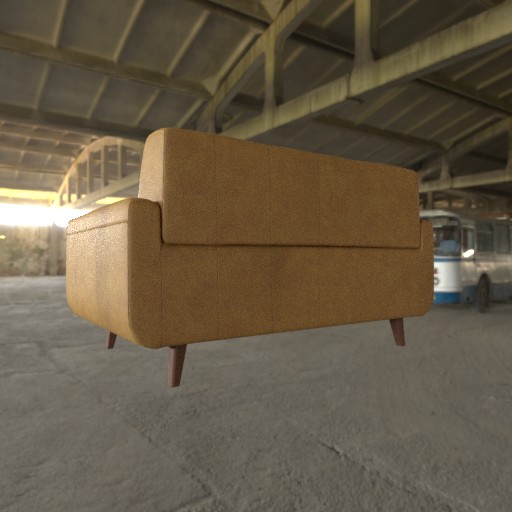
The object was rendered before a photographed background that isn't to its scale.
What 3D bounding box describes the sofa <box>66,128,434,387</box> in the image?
[{"bbox_3d":[0.000,0.000,2.269,1.651,0.925,0.952,0,0,-34],"label":"sofa"}]
